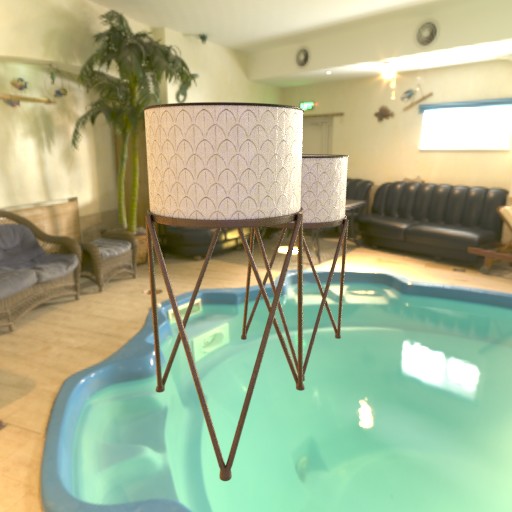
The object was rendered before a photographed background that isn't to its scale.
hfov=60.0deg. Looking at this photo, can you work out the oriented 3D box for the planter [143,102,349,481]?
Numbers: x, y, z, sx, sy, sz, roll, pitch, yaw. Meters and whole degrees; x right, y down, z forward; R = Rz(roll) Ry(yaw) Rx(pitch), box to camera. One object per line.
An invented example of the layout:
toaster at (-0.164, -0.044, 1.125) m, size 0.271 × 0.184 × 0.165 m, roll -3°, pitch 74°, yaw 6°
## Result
planter at (0.000, 0.000, 1.176) m, size 0.413 × 0.712 × 0.769 m, roll 7°, pitch 16°, yaw 28°
